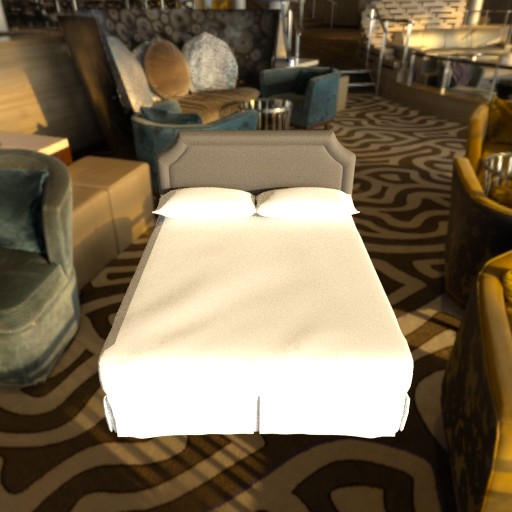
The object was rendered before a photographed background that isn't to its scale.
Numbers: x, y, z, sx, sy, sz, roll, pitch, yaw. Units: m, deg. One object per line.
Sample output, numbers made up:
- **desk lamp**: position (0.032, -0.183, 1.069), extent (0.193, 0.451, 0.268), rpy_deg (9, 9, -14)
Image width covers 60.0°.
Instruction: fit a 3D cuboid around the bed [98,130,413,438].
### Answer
- **bed**: position (0.000, 0.000, 3.878), extent (2.194, 1.561, 2.536), rpy_deg (0, 30, 0)
